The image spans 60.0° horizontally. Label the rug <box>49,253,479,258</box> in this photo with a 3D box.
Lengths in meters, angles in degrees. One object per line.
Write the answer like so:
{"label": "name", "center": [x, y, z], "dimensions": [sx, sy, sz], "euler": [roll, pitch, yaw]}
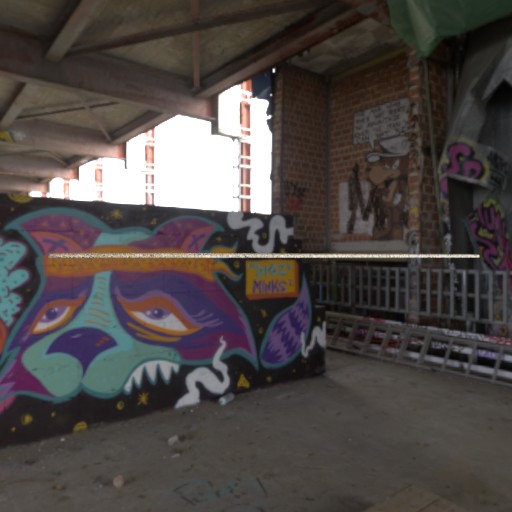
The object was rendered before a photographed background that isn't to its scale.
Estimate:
{"label": "rug", "center": [0.000, 0.000, 3.111], "dimensions": [2.469, 0.024, 1.539], "euler": [0, 0, -17]}
